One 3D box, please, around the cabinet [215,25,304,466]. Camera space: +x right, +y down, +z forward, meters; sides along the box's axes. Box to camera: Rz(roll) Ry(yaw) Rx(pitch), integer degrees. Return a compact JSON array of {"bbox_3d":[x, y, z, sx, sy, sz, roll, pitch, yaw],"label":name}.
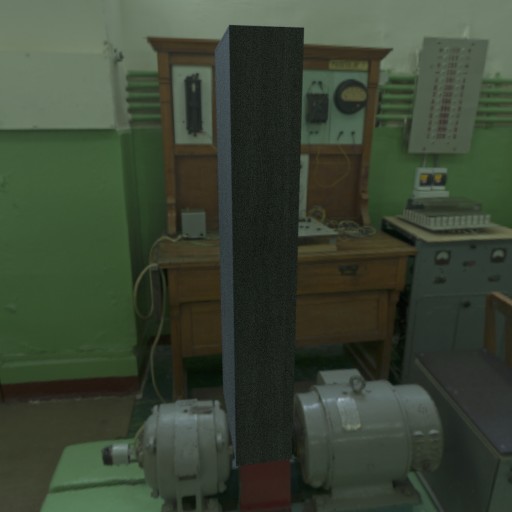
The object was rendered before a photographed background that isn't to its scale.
[{"bbox_3d":[0.000,0.000,1.842,0.255,1.630,0.520,-3,17,-9],"label":"cabinet"}]
